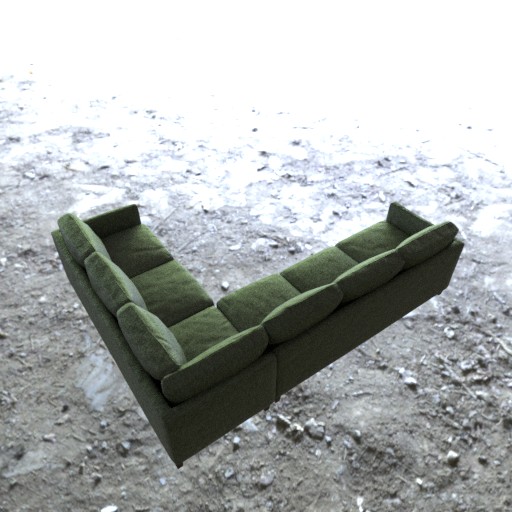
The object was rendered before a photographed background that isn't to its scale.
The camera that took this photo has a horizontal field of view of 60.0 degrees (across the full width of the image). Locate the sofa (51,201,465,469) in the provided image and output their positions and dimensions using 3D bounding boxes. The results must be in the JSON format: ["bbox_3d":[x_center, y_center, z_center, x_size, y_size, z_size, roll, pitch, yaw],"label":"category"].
[{"bbox_3d":[0.000,0.000,4.548,3.302,0.947,2.593,-25,47,-26],"label":"sofa"}]
